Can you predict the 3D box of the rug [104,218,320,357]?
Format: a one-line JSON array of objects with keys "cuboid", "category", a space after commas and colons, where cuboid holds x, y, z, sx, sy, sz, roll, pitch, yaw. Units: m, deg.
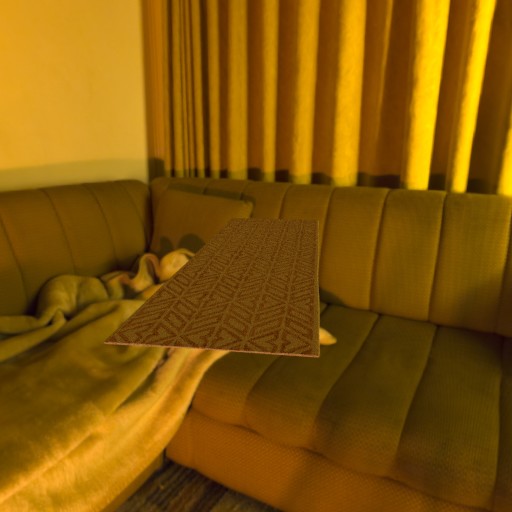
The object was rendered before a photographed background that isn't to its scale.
[{"cuboid": [0.000, 0.000, 2.666, 0.750, 0.009, 2.435, 2, 15, 7], "category": "rug"}]
